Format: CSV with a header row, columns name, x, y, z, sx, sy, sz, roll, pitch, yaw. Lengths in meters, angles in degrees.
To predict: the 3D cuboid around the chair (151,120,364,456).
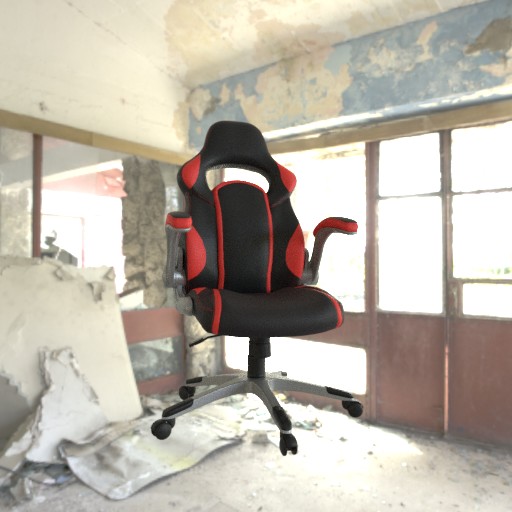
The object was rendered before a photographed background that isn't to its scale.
name,x,y,z,sx,sy,sz,roll,pitch,yaw
chair,0.000,0.000,1.613,0.758,1.165,0.712,0,0,-17
